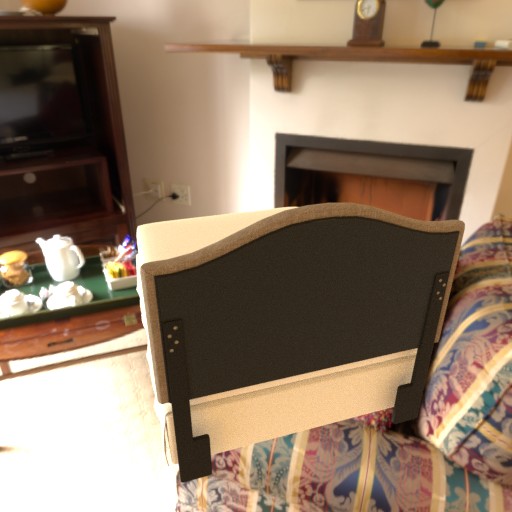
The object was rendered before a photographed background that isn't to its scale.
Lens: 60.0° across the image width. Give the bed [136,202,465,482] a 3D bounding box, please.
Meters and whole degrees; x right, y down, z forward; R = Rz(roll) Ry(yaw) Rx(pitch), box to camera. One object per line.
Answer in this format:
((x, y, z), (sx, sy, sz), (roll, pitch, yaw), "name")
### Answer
((0.000, 0.000, 3.210), (1.713, 1.518, 2.153), (-8, 28, -16), "bed")
